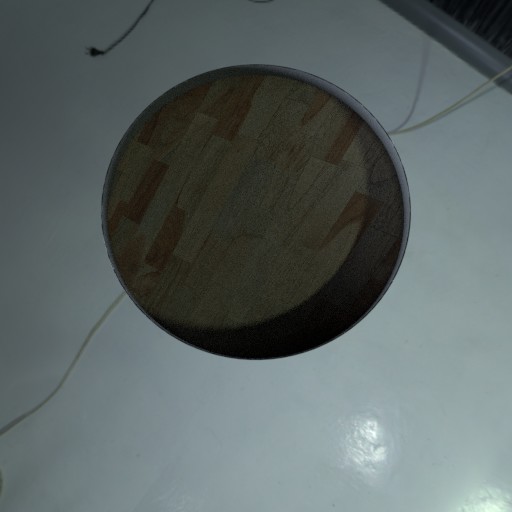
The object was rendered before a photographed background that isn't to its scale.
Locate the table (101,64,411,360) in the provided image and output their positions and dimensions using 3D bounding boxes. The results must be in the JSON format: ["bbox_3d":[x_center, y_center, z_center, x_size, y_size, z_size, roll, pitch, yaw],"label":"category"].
[{"bbox_3d":[0.000,0.000,0.917,0.406,0.686,0.406,35,80,7],"label":"table"}]
